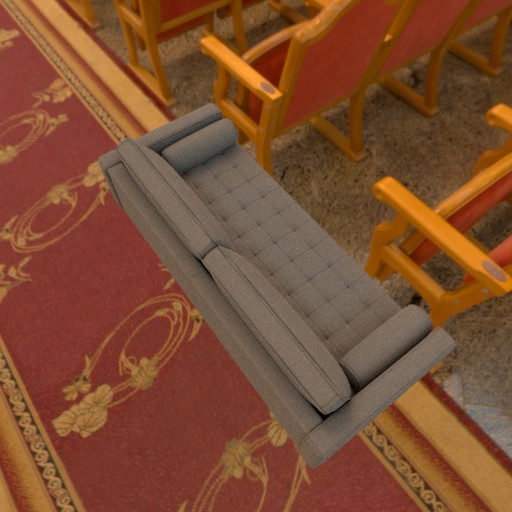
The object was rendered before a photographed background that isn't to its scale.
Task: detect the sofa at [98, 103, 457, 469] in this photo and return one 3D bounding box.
[{"bbox_3d":[0.000,0.000,2.663,0.914,0.762,2.198,-32,64,-18],"label":"sofa"}]
